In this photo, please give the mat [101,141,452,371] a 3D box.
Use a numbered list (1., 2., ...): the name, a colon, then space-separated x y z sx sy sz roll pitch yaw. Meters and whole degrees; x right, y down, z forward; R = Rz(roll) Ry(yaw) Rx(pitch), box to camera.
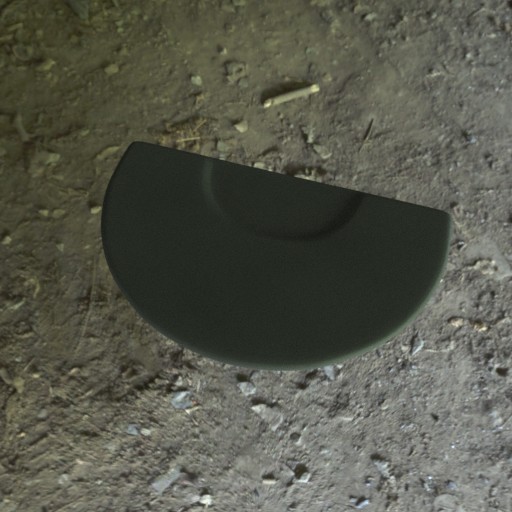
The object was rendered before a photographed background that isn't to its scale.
1. mat: 0.000 0.000 1.819 1.525 0.022 0.917 15 61 8
